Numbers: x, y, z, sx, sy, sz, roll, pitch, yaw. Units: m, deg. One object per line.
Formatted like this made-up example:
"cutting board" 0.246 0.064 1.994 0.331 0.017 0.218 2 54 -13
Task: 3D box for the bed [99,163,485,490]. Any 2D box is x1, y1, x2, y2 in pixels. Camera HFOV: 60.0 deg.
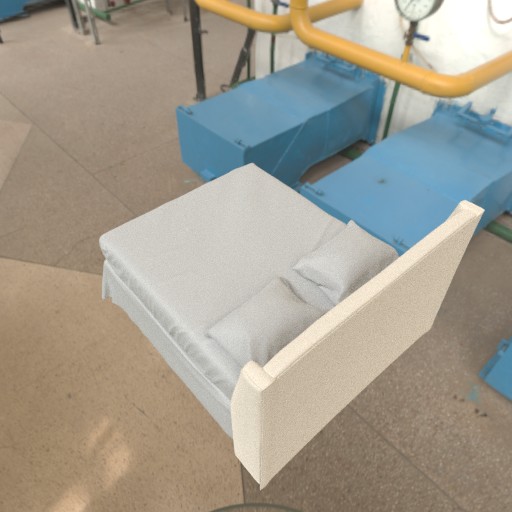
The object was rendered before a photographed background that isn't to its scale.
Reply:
"bed" 0.000 0.000 3.415 1.925 1.332 2.276 -32 53 -28
